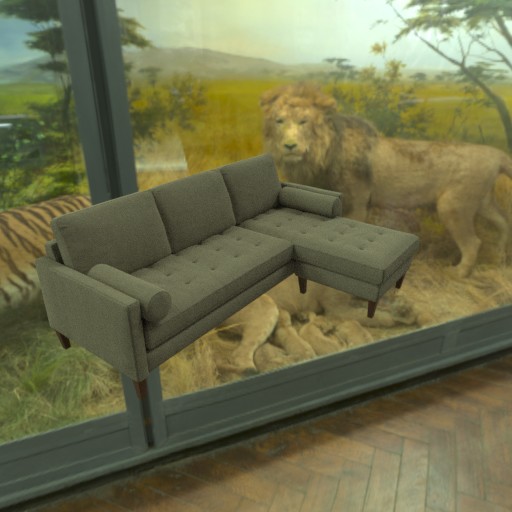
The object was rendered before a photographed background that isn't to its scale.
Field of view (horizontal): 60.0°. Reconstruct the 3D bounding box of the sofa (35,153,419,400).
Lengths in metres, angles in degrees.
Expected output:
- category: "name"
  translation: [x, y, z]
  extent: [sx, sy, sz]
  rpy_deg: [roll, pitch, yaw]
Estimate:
- category: "sofa"
  translation: [0.000, 0.000, 2.930]
  extent: [1.506, 0.875, 2.178]
  rpy_deg: [18, 31, 33]
